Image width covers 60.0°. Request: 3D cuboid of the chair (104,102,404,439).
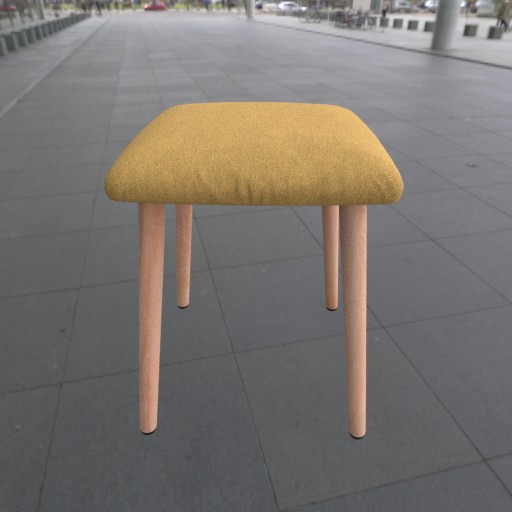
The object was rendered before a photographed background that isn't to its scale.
[{"bbox_3d":[0.000,0.000,0.710,0.350,0.440,0.350,1,30,1],"label":"chair"}]
